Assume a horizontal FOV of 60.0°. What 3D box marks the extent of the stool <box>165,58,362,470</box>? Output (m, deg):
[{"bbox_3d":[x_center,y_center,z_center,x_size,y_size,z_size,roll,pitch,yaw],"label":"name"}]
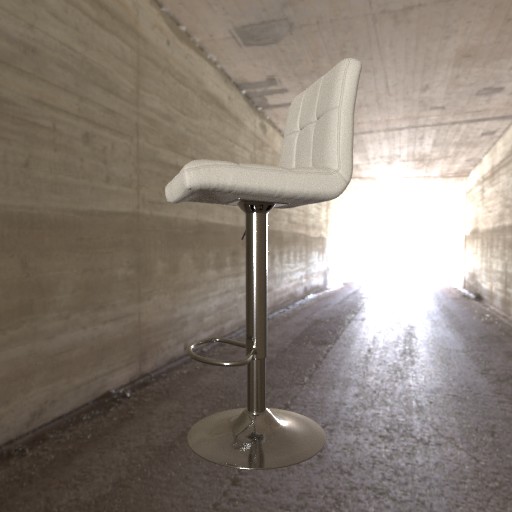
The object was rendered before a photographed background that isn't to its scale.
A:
[{"bbox_3d":[0.000,0.000,1.353,0.505,1.115,0.430,-1,2,-18],"label":"stool"}]
